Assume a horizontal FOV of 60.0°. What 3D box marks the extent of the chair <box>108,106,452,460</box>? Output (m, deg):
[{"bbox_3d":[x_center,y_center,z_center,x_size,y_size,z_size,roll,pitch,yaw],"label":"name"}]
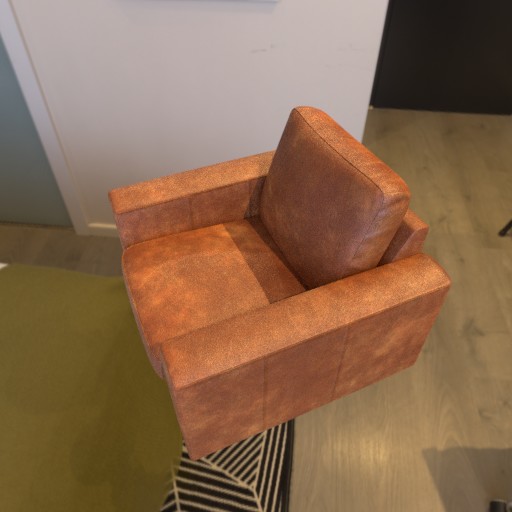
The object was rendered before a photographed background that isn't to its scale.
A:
[{"bbox_3d":[0.000,0.000,1.753,1.016,0.873,1.005,-17,47,-17],"label":"chair"}]
